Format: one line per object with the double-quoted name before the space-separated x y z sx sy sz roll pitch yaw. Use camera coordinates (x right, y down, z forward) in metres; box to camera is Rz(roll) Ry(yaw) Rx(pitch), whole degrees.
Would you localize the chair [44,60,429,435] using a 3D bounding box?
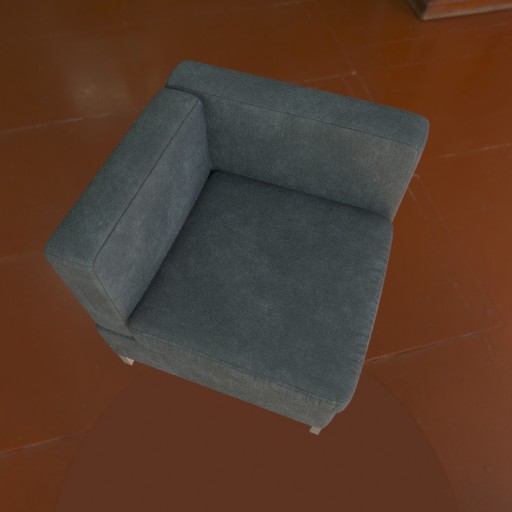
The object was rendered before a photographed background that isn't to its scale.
"chair" 0.000 0.000 1.210 0.680 0.660 0.680 17 60 10
